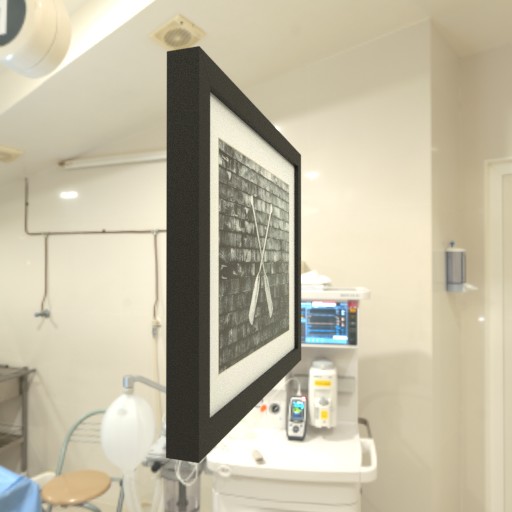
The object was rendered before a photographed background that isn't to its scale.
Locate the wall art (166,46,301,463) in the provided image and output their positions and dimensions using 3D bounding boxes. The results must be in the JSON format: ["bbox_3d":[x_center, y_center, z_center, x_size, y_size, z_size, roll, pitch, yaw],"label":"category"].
[{"bbox_3d":[0.000,0.000,0.536,0.029,0.330,0.381,0,-1,18],"label":"wall art"}]
